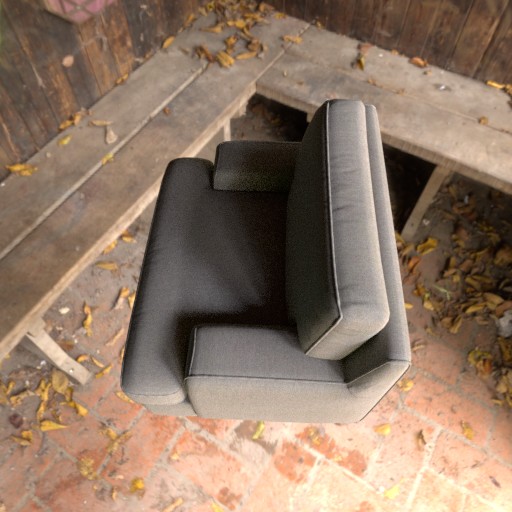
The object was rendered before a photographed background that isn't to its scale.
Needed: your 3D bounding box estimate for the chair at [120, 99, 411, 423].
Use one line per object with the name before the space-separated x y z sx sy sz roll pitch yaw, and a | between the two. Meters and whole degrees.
chair | 0.000 0.000 1.971 1.043 0.974 1.270 2 58 2
